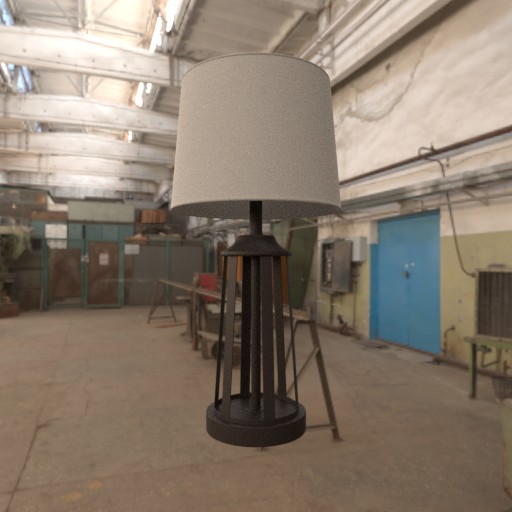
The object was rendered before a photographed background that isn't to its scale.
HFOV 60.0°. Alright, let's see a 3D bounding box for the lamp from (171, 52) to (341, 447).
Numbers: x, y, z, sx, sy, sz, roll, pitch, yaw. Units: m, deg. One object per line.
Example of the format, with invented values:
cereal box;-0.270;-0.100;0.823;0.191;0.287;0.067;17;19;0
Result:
lamp;0.000;0.000;0.663;0.251;0.509;0.251;0;-1;0
